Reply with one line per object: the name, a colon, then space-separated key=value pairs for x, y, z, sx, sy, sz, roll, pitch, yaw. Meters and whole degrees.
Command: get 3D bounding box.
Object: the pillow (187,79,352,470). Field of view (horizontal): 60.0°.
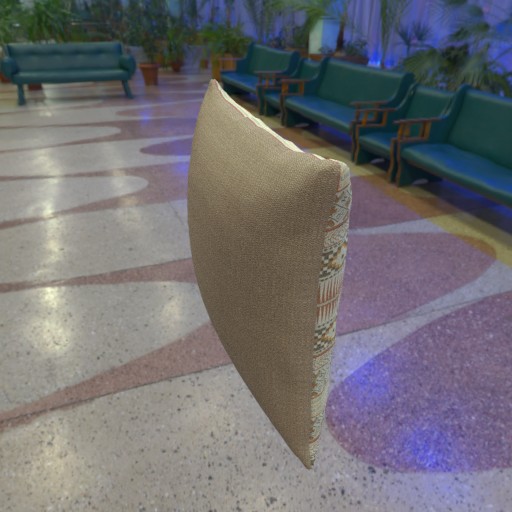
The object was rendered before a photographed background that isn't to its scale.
pillow: x=0.000 y=0.000 z=0.791 sx=0.215 sy=0.519 sz=0.521 roll=-10 pitch=32 yaw=-17
